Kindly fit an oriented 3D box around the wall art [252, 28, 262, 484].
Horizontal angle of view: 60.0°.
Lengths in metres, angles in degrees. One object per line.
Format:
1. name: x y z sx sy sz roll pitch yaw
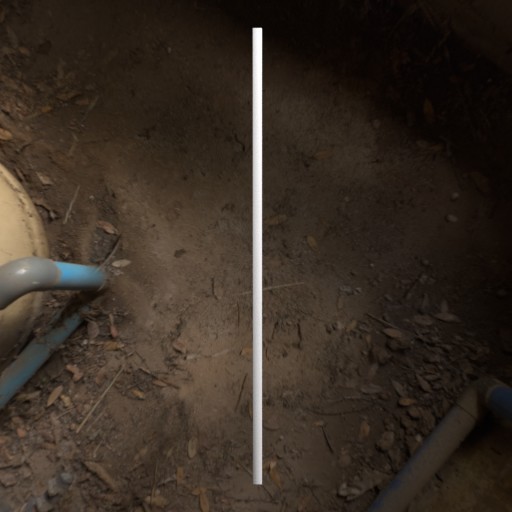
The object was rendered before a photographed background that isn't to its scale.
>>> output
1. wall art: 0.000 0.000 0.857 0.013 0.584 0.584 0 90 0
